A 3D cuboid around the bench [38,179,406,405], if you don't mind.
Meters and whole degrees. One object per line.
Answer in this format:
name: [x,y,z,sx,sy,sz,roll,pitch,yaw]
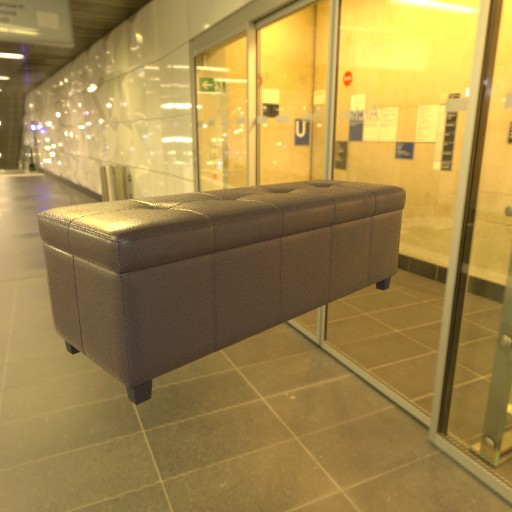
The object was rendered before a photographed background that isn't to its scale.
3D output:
bench: [0.000,0.000,1.476,1.219,0.417,0.450,-15,21,-43]
